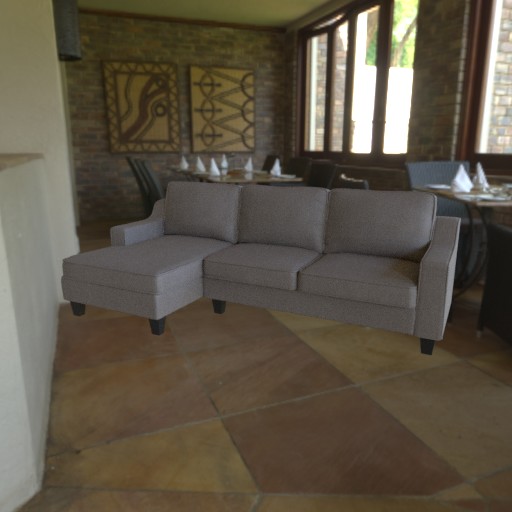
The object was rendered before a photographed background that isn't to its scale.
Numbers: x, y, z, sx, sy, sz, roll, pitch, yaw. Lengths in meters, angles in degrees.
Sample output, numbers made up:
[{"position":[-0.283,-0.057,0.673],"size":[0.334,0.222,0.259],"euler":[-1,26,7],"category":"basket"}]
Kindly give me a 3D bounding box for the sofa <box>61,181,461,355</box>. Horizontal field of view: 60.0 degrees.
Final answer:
[{"position":[0.000,0.000,3.174],"size":[2.561,0.928,1.294],"euler":[7,16,26],"category":"sofa"}]
